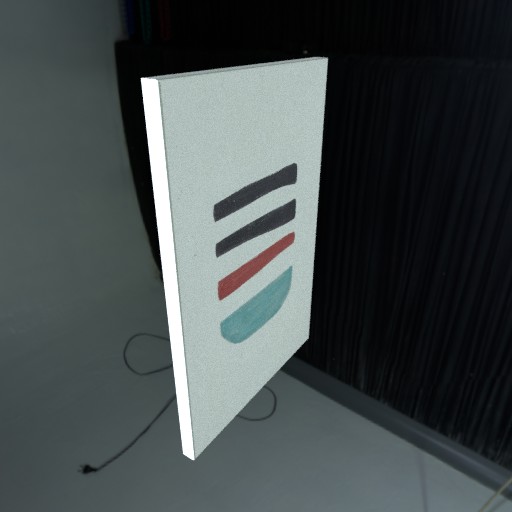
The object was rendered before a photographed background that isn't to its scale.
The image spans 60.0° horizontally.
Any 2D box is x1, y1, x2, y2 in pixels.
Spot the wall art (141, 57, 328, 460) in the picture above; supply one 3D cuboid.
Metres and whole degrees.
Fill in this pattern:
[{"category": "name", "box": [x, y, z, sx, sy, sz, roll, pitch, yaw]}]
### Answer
[{"category": "wall art", "box": [0.000, 0.000, 1.152, 0.038, 0.912, 0.607, 18, 33, 30]}]
